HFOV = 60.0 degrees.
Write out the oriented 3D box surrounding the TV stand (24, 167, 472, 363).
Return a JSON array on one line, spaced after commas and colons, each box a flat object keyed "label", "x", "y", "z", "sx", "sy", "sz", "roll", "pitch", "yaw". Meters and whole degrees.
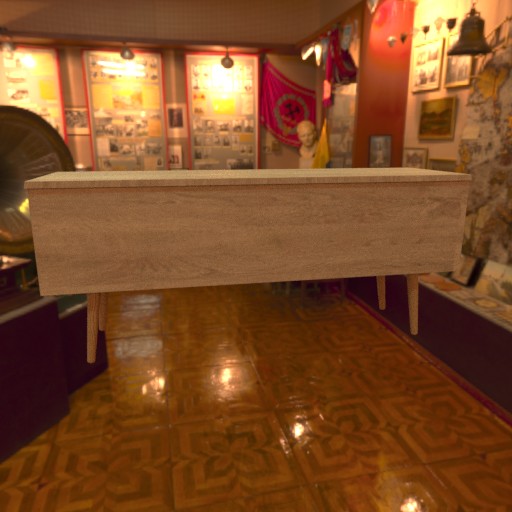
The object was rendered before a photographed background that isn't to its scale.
[{"label": "TV stand", "x": 0.000, "y": 0.000, "z": 1.533, "sx": 1.313, "sy": 0.565, "sz": 0.401, "roll": -3, "pitch": 15, "yaw": -11}]
